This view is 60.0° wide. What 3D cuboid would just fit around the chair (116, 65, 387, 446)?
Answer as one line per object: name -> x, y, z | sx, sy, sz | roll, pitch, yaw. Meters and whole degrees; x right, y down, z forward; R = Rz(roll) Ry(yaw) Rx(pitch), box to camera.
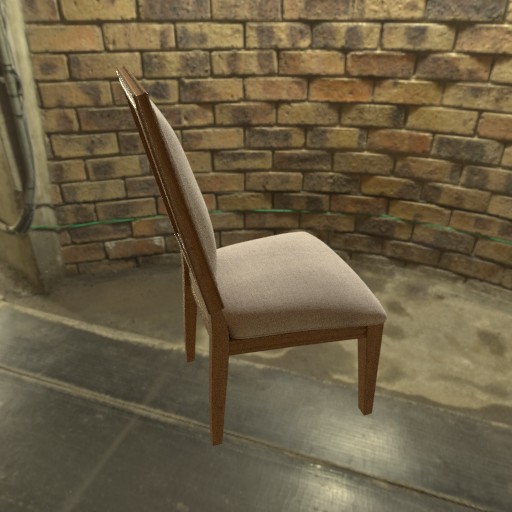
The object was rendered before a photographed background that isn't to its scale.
chair -> 0.000, 0.000, 1.270 | 0.601, 0.988, 0.536 | -10, 31, -17
